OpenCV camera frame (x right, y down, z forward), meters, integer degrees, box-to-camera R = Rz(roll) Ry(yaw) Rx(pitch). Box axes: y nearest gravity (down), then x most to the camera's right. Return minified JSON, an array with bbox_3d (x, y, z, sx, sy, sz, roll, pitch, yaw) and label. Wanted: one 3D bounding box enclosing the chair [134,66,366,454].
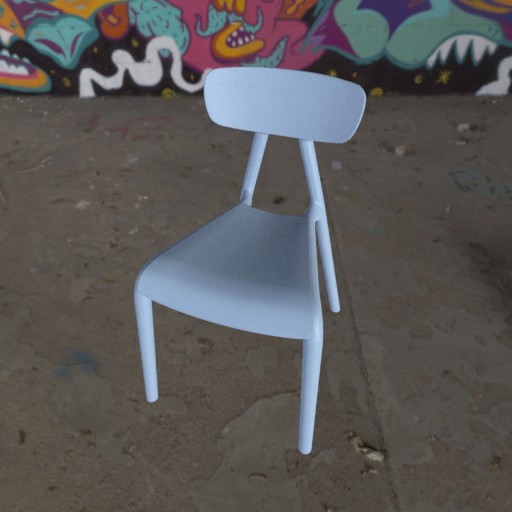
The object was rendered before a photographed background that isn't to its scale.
[{"bbox_3d":[0.000,0.000,0.844,0.356,0.580,0.401,13,42,15],"label":"chair"}]
